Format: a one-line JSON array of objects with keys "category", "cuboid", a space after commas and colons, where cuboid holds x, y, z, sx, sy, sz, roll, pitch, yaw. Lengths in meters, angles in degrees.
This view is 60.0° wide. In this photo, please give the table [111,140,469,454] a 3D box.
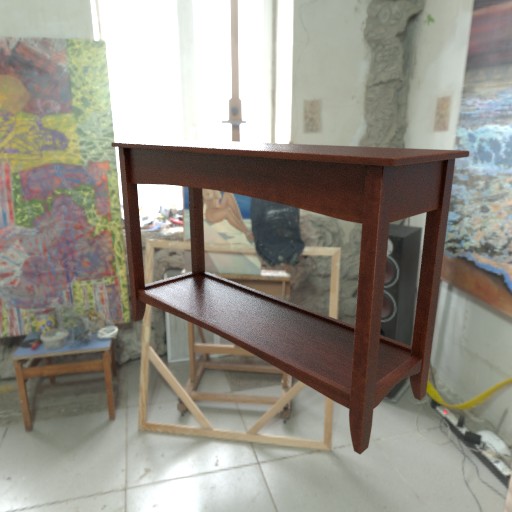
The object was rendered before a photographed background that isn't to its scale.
[{"category": "table", "cuboid": [0.000, 0.000, 1.530, 0.392, 0.739, 1.188, -16, 23, -42]}]
